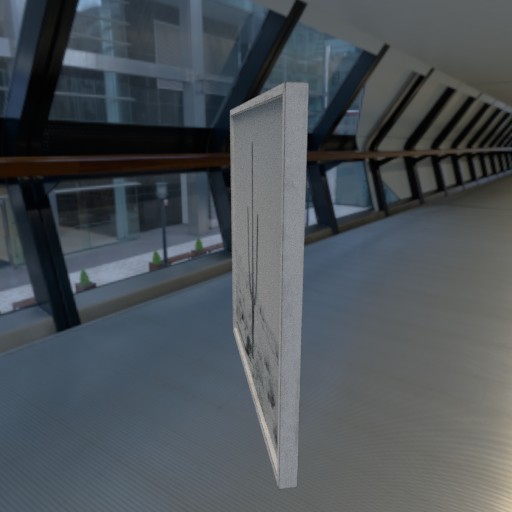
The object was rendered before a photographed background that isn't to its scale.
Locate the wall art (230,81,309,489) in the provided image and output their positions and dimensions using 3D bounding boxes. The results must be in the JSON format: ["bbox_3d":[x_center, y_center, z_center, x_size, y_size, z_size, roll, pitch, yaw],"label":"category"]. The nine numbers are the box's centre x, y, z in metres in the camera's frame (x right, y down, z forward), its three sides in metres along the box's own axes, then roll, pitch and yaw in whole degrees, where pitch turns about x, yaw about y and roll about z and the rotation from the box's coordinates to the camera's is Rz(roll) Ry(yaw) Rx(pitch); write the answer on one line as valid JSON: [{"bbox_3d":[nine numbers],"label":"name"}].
[{"bbox_3d":[0.000,0.000,1.151,0.038,0.762,0.762,-3,15,-9],"label":"wall art"}]
